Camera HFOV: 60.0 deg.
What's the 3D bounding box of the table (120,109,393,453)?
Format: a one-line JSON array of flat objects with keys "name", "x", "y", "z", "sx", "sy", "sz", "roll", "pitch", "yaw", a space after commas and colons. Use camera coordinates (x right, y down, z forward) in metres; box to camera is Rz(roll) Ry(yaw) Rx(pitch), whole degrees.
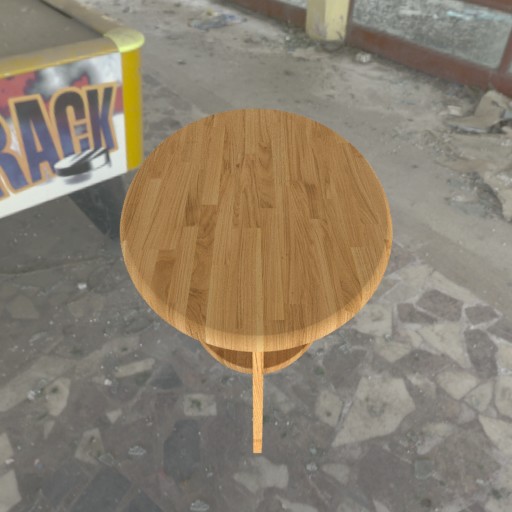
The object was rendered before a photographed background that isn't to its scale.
[{"name": "table", "x": 0.000, "y": 0.000, "z": 1.339, "sx": 0.690, "sy": 0.490, "sz": 1.040, "roll": 0, "pitch": 42, "yaw": 0}]
